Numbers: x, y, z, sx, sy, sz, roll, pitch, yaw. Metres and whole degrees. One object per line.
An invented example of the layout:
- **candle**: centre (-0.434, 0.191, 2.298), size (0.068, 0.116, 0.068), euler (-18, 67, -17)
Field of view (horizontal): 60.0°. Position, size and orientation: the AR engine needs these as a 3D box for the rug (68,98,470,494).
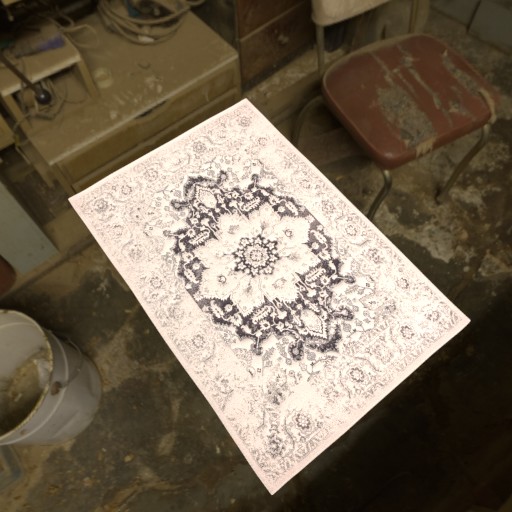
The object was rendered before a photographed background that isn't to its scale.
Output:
- **rug**: centre (0.000, 0.000, 2.285), size (1.223, 0.008, 1.813), euler (-35, 69, -15)
